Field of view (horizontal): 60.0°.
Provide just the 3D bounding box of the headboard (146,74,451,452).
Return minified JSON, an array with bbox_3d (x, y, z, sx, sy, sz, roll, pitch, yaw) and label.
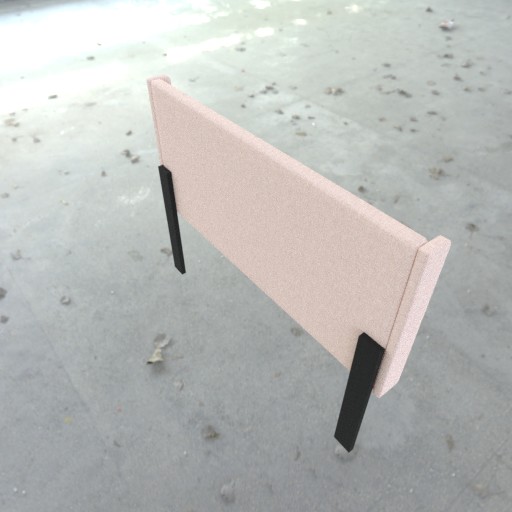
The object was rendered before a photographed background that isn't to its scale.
[{"bbox_3d":[0.000,0.000,2.635,0.184,1.524,2.051,-27,49,-27],"label":"headboard"}]
